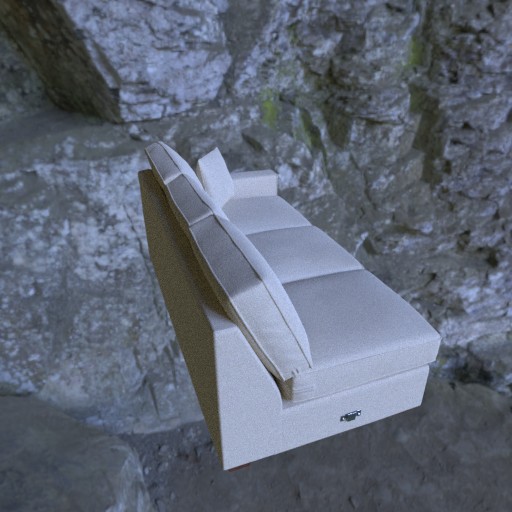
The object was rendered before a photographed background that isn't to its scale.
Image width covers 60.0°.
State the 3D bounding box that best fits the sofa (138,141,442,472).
[{"bbox_3d":[0.000,0.000,2.544,1.034,0.946,1.963,-10,30,-18],"label":"sofa"}]
